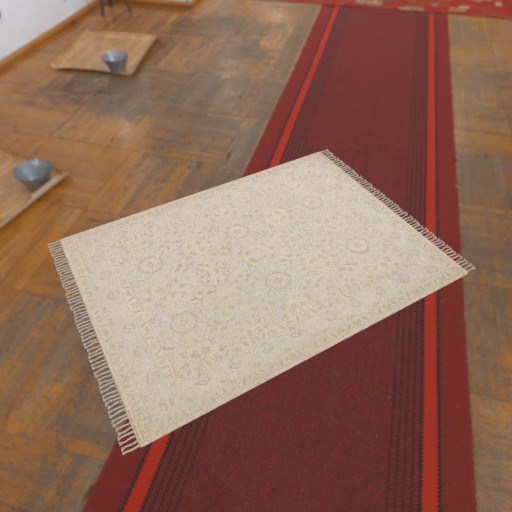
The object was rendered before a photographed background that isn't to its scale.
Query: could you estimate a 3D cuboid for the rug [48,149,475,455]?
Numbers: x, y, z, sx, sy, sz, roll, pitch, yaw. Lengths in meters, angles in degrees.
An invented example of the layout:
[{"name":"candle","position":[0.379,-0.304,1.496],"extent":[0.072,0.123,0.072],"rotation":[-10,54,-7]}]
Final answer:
[{"name":"rug","position":[0.000,0.000,2.219],"extent":[1.771,0.015,1.223],"rotation":[-22,50,-20]}]
